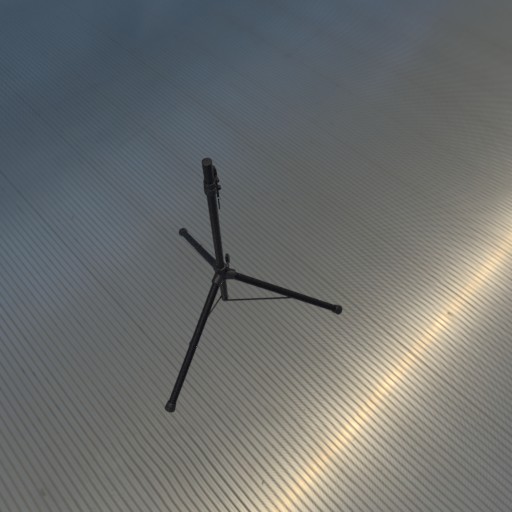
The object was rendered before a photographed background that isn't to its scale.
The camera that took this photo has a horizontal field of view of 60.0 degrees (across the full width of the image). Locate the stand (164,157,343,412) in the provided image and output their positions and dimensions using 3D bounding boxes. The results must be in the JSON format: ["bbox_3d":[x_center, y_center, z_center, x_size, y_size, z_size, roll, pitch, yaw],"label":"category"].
[{"bbox_3d":[0.000,0.000,1.872,0.907,1.136,1.045,0,58,0],"label":"stand"}]
